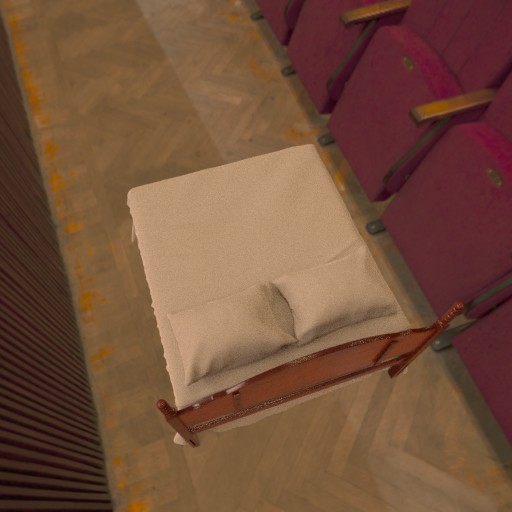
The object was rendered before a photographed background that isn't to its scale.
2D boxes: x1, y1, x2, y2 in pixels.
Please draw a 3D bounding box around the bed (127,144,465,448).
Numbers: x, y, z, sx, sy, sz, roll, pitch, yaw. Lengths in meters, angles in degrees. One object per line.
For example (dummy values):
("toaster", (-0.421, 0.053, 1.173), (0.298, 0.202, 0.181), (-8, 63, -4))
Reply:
("bed", (0.000, 0.000, 3.244), (1.873, 1.356, 2.040), (-16, 61, -9))
